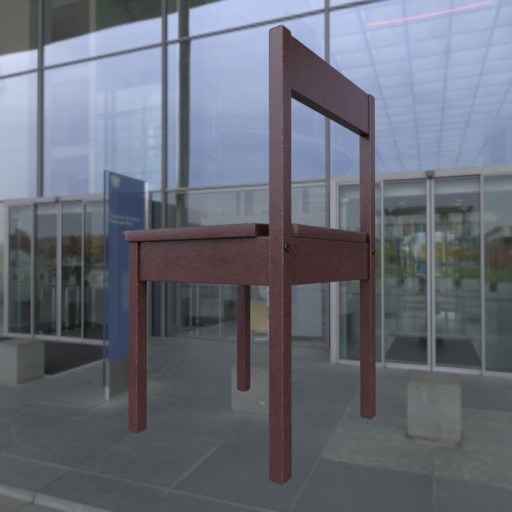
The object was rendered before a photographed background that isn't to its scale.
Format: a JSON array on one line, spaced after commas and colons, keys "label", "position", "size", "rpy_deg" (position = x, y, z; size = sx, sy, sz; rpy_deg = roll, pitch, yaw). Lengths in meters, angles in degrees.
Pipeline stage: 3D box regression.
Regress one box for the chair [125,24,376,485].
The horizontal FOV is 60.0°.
[{"label": "chair", "position": [0.000, 0.000, 0.887], "size": [0.361, 0.668, 0.367], "rpy_deg": [-1, -1, 36]}]
